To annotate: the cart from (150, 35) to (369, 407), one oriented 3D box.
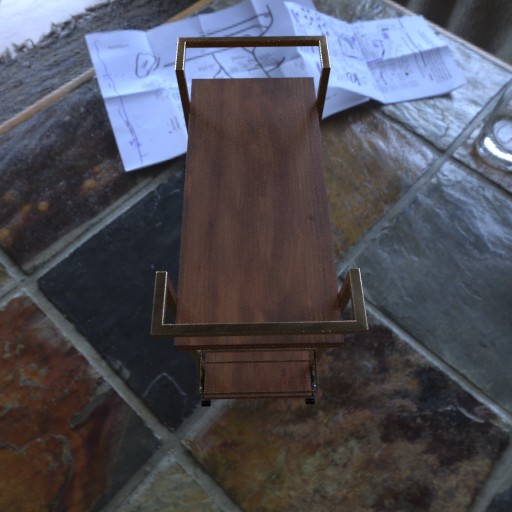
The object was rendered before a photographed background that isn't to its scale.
[{"bbox_3d":[0.000,0.000,1.186,0.364,0.807,0.695,-1,62,-1],"label":"cart"}]
